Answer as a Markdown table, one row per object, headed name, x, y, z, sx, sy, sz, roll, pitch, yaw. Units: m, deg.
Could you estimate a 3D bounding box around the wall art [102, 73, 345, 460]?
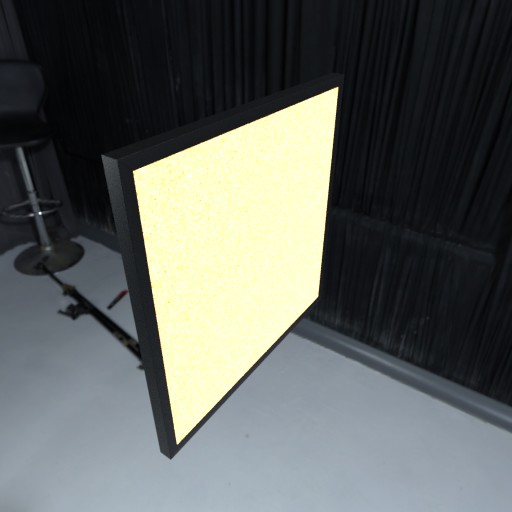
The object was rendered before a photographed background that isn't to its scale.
| name | x | y | z | sx | sy | sz | roll | pitch | yaw |
| --- | --- | --- | --- | --- | --- | --- | --- | --- | --- |
| wall art | 0.000 | 0.000 | 1.126 | 0.036 | 0.755 | 0.756 | 21 | 39 | 29 |
